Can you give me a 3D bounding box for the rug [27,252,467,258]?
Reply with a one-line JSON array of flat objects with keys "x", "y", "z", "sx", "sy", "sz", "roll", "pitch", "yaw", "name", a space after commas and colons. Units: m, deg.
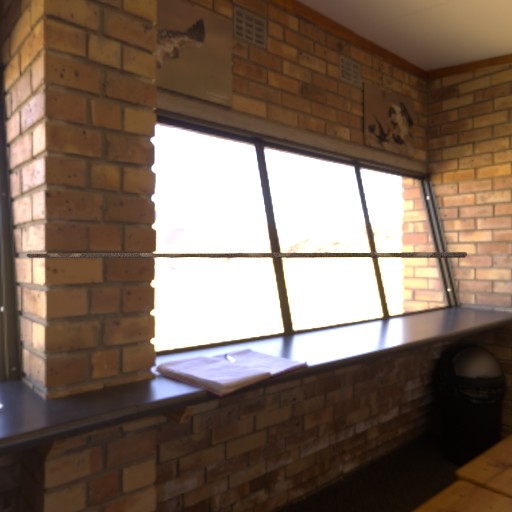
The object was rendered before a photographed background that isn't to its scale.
[{"x": 0.000, "y": 0.000, "z": 2.936, "sx": 2.348, "sy": 0.025, "sz": 1.501, "roll": 0, "pitch": 0, "yaw": 17, "name": "rug"}]
